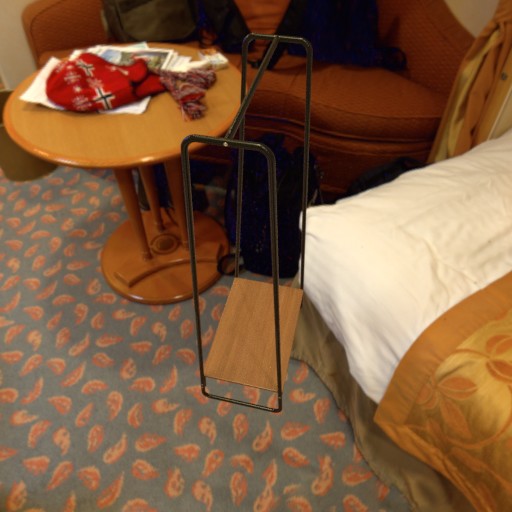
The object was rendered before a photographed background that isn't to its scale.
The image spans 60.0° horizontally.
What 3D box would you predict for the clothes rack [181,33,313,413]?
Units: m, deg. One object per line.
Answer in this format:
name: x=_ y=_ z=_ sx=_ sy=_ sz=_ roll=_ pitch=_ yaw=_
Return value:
clothes rack: x=0.000 y=0.000 z=1.814 sx=0.400 sy=1.500 sz=0.640 roll=10 pitch=49 yaw=9
